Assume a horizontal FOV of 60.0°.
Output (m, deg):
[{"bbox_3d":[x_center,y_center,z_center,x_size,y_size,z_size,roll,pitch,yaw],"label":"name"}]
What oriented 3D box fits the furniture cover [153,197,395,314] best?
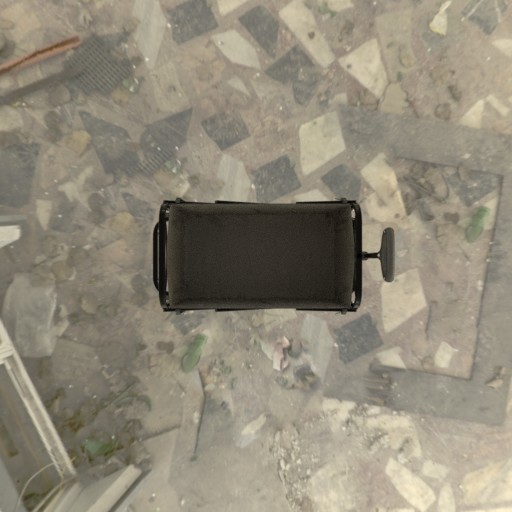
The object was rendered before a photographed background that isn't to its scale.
[{"bbox_3d":[0.000,0.000,1.857,1.038,1.295,0.532,0,90,0],"label":"furniture cover"}]
